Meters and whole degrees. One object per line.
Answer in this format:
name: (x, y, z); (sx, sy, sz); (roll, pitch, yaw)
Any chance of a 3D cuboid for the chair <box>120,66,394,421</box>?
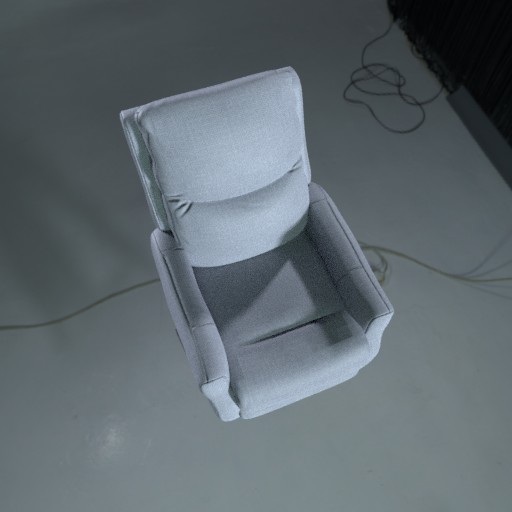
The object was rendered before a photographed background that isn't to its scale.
chair: (0.000, 0.000, 1.799); (0.829, 1.030, 1.080); (-19, 64, -10)
